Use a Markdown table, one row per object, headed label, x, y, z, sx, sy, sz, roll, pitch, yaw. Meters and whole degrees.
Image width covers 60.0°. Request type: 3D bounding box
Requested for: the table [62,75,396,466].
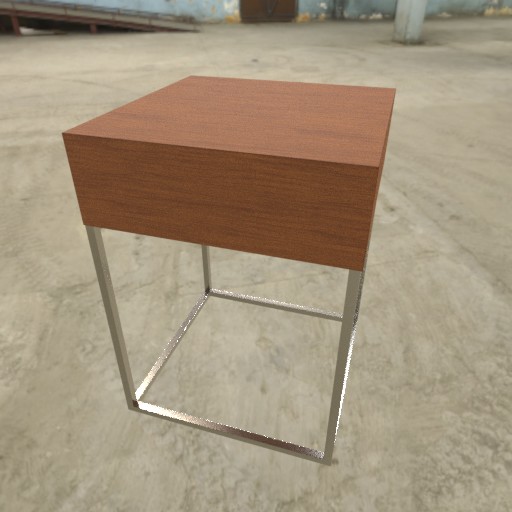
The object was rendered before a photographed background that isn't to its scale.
| label | x | y | z | sx | sy | sz | roll | pitch | yaw |
| --- | --- | --- | --- | --- | --- | --- | --- | --- | --- |
| table | 0.000 | 0.000 | 0.822 | 0.397 | 0.540 | 0.398 | 10 | 34 | 15 |
